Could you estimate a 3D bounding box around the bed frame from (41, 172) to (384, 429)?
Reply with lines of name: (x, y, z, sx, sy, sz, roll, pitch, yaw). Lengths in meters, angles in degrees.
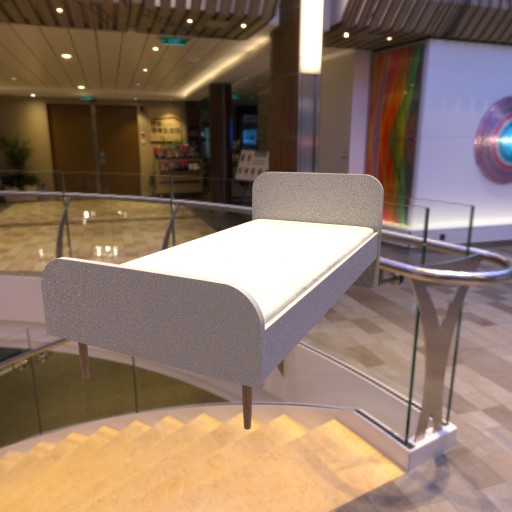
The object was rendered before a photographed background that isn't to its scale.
bed frame: (0.000, 0.000, 2.465, 0.998, 0.805, 1.963, 7, 16, 25)
